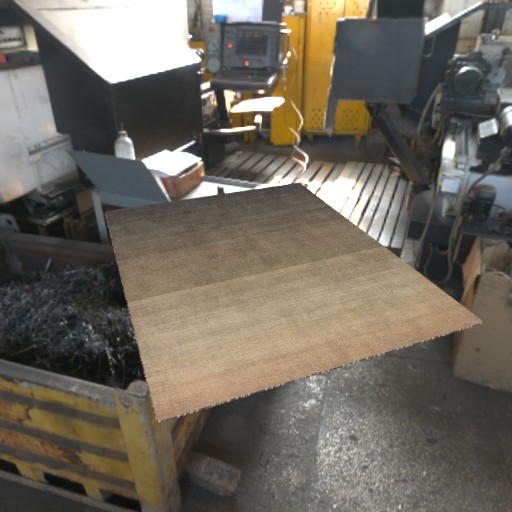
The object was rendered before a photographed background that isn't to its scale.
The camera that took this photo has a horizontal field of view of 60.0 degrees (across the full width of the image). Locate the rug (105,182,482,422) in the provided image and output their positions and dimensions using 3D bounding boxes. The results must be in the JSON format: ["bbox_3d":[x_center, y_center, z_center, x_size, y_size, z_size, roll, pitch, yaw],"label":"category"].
[{"bbox_3d":[0.000,0.000,3.907,2.306,0.017,2.902,-11,32,-19],"label":"rug"}]
